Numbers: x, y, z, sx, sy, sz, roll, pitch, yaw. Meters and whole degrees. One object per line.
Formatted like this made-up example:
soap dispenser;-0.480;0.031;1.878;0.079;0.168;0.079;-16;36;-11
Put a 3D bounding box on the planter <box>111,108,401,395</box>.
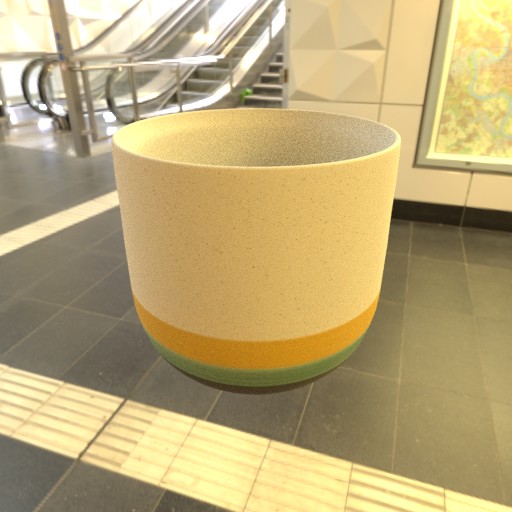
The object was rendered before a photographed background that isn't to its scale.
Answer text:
planter;0.000;0.000;0.483;0.268;0.270;0.268;0;27;0
